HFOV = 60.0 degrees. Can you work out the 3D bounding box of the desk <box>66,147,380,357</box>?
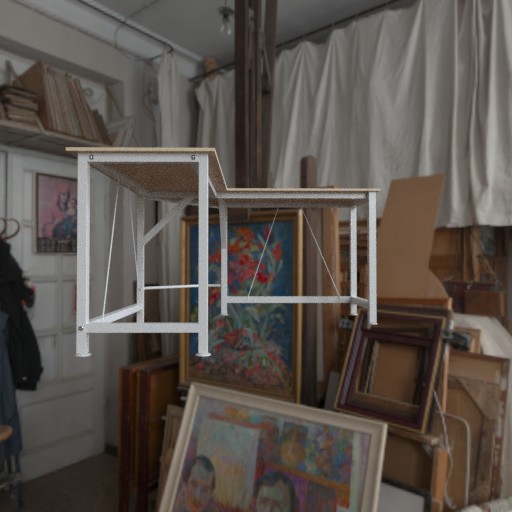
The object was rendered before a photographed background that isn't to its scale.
[{"bbox_3d":[0.000,0.000,2.312,1.400,0.762,1.400,0,-1,-1],"label":"desk"}]
